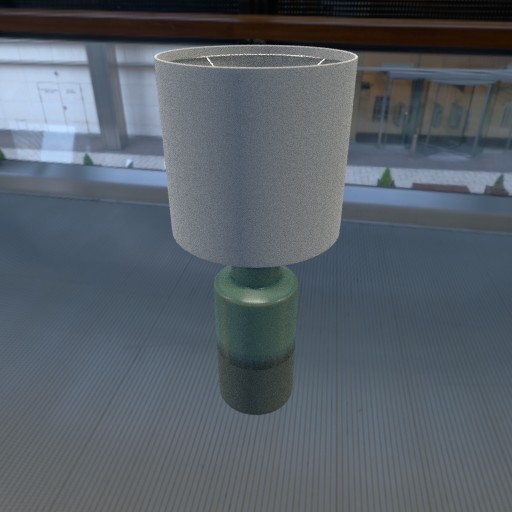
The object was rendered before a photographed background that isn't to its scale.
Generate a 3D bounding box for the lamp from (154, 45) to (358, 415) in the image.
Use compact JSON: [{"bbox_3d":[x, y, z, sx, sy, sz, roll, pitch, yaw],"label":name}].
[{"bbox_3d":[0.000,0.000,0.592,0.212,0.493,0.212,-20,36,-31],"label":"lamp"}]
